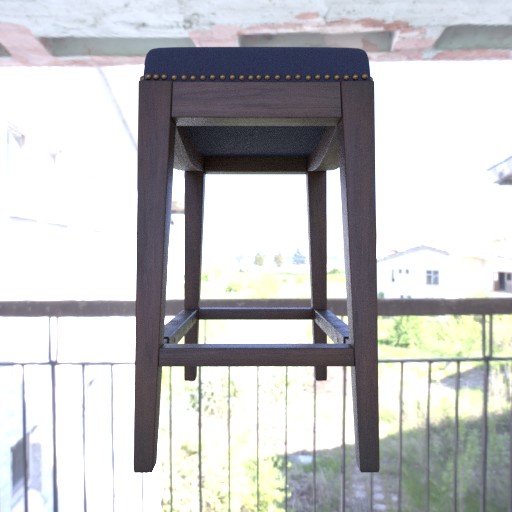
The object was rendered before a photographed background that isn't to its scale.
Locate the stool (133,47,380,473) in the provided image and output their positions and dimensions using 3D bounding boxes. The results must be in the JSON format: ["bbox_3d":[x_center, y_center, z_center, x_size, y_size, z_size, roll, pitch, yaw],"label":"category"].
[{"bbox_3d":[0.000,0.000,0.896,0.361,0.642,0.500,0,0,0],"label":"stool"}]
